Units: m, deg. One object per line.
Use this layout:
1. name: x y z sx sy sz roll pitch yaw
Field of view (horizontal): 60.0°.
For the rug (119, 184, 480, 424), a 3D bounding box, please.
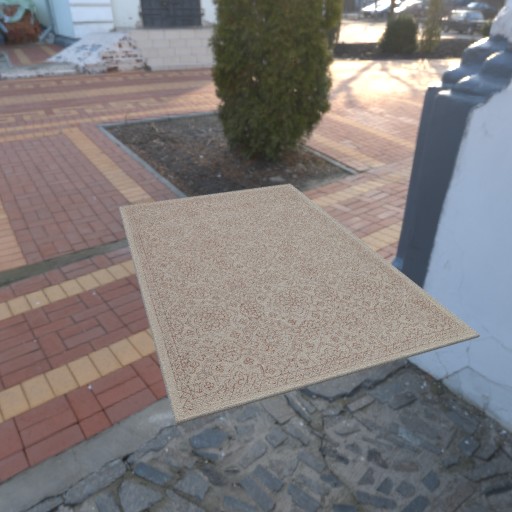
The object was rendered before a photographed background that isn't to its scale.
1. rug: 0.000 0.000 2.314 1.219 0.010 1.829 -10 31 -18
